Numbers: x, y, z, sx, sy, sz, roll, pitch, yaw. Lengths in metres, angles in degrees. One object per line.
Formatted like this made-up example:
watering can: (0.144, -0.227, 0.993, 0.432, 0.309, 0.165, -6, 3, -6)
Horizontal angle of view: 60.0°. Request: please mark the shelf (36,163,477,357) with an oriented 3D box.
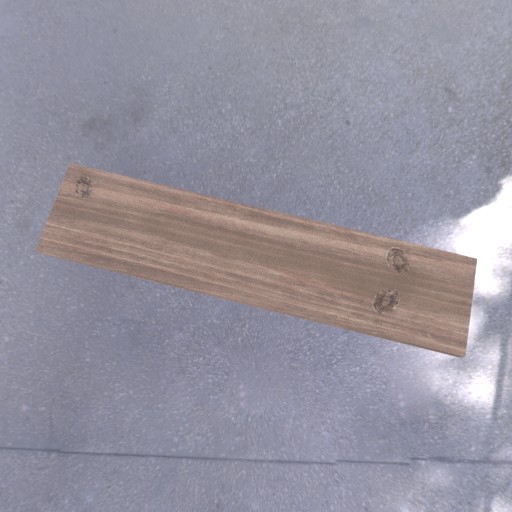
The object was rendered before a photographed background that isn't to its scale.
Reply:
shelf: (0.000, 0.000, 0.636, 0.610, 0.020, 0.140, 14, 75, 4)
